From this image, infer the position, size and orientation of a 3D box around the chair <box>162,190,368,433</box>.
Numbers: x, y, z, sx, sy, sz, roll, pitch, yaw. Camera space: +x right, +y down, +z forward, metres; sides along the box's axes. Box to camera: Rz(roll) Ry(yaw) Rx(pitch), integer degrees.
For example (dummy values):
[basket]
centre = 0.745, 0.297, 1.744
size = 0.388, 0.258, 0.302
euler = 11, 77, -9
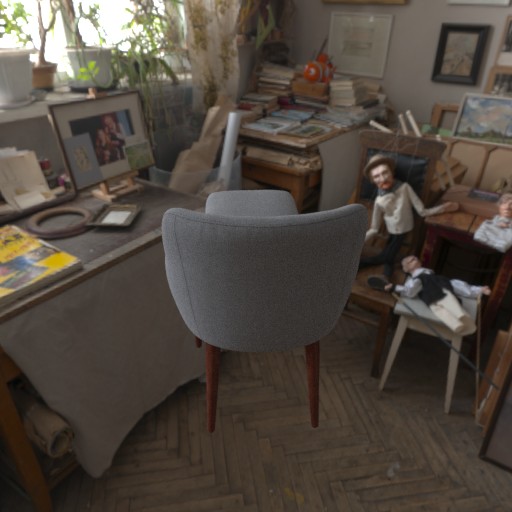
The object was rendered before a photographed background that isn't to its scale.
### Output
[chair]
centre = 0.000, 0.000, 1.603
size = 0.584, 0.799, 1.107
euler = -2, 30, -3
